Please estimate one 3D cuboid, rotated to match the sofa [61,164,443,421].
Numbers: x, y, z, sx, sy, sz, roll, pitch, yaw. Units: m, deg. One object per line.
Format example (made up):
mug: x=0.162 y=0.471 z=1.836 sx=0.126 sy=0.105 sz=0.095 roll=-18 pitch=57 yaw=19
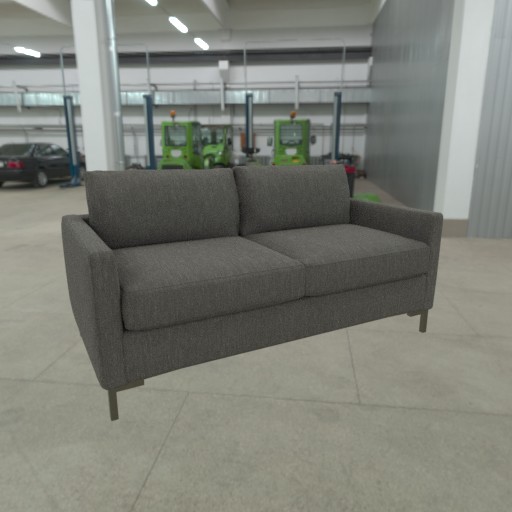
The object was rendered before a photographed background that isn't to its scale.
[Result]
sofa: x=0.000 y=0.000 z=2.182 sx=1.682 sy=0.840 sz=0.875 roll=-8 pitch=17 yaw=-27
